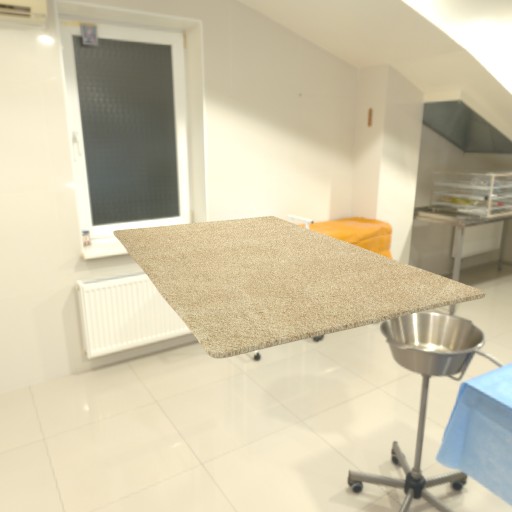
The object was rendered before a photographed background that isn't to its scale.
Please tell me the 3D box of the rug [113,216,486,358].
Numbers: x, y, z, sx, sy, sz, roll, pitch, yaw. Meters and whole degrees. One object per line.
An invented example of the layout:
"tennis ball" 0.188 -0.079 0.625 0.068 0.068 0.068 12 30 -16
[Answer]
"rug" 0.000 0.000 2.962 1.500 0.025 2.349 -8 18 -25
